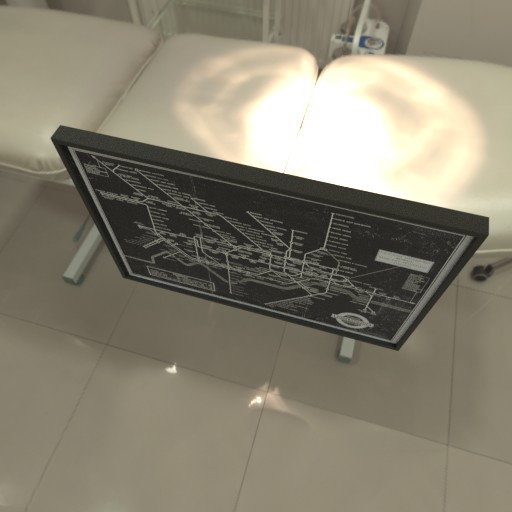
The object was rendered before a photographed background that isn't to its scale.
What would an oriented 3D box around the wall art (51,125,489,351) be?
[{"bbox_3d":[0.000,0.000,0.565,0.443,0.301,0.021,14,59,8],"label":"wall art"}]
